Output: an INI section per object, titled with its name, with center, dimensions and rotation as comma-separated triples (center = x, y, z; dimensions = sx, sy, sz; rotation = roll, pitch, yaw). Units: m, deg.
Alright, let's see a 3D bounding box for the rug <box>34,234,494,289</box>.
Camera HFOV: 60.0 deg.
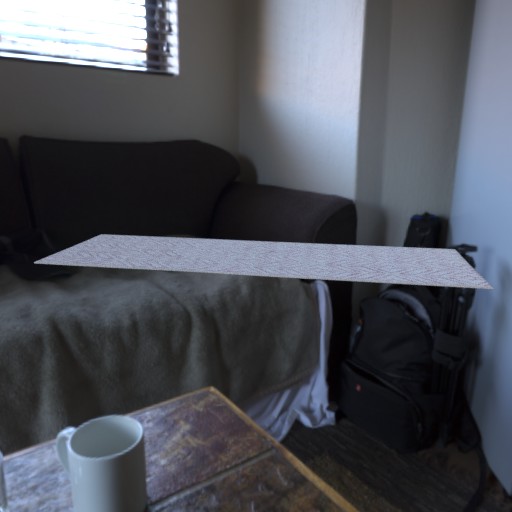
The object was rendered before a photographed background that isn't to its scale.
[rug]
center = 0.000, 0.000, 2.667
dimensions = 2.435, 0.009, 0.750
rotation = 3, 15, 10
